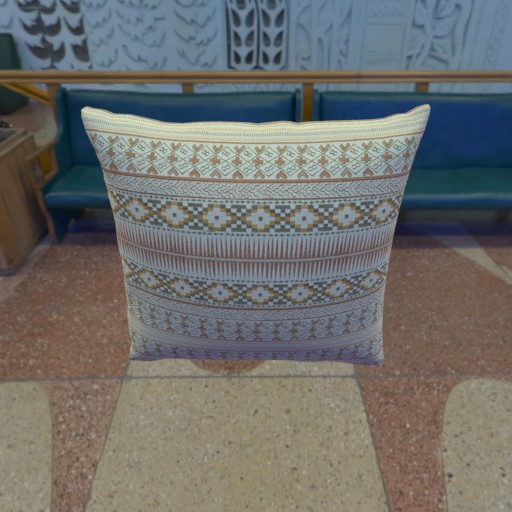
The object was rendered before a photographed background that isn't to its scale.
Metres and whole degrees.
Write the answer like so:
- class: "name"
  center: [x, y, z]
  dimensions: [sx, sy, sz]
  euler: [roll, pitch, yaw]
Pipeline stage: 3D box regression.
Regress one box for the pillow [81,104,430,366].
- class: "pillow"
  center: [0.000, 0.000, 0.779]
  dimensions: [0.521, 0.519, 0.215]
  euler: [1, 32, 1]
